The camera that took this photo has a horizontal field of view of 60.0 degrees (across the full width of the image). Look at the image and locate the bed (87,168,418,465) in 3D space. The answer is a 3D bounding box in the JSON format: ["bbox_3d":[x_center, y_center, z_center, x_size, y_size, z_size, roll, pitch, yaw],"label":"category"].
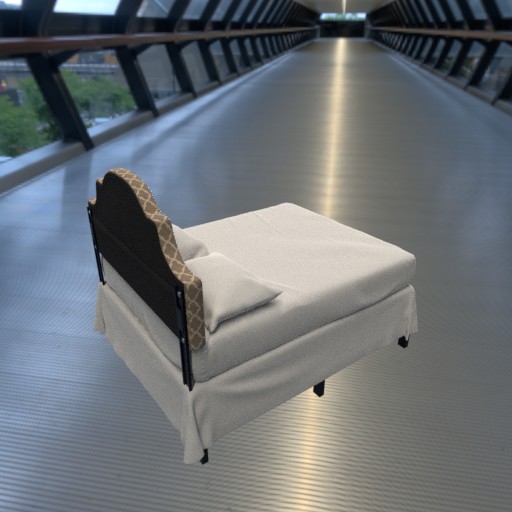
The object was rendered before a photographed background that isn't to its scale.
[{"bbox_3d":[0.000,0.000,3.422,2.222,1.633,1.780,-18,31,-32],"label":"bed"}]
